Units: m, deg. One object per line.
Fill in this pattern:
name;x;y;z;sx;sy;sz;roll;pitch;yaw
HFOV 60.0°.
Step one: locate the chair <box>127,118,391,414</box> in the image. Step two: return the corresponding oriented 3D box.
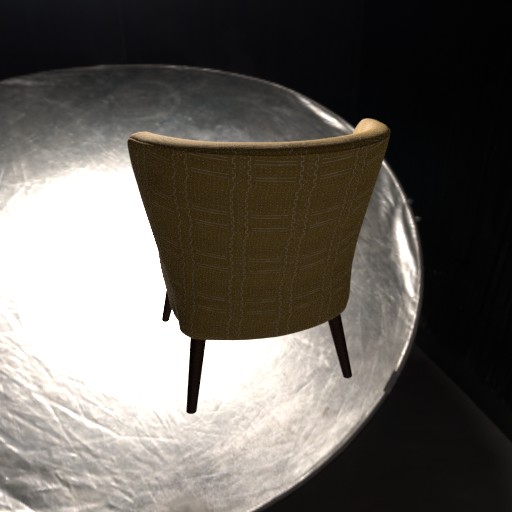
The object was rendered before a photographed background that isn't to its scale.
chair;0.000;0.000;1.420;0.706;0.866;0.758;-8;28;-15
